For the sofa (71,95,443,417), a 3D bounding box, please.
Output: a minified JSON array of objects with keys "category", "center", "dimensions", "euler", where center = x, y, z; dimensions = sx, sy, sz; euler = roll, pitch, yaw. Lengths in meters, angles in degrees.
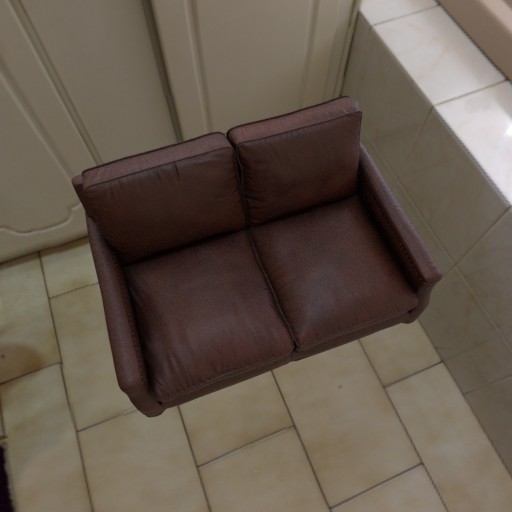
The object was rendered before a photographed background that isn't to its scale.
[{"category":"sofa","center":[0.000,0.000,2.324],"dimensions":[1.628,1.003,1.083],"euler":[-18,65,-8]}]
